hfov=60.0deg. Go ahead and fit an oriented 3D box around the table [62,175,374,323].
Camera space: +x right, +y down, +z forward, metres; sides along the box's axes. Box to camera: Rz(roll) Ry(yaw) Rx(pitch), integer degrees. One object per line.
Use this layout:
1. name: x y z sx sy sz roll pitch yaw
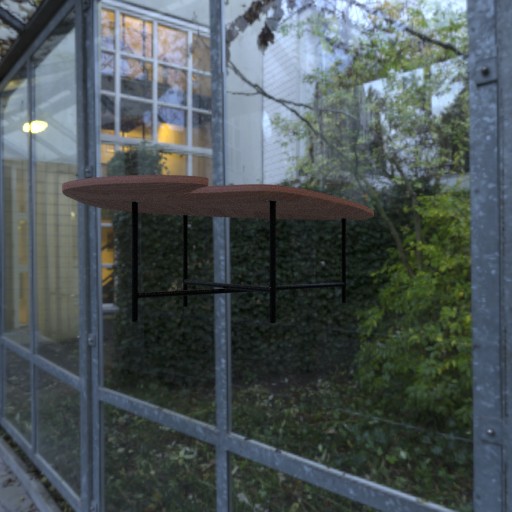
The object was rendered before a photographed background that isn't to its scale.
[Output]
1. table: 0.000 0.000 1.464 1.199 0.360 0.598 0 0 -37
